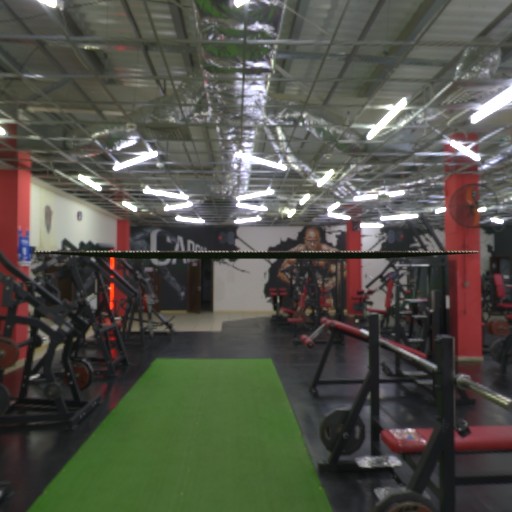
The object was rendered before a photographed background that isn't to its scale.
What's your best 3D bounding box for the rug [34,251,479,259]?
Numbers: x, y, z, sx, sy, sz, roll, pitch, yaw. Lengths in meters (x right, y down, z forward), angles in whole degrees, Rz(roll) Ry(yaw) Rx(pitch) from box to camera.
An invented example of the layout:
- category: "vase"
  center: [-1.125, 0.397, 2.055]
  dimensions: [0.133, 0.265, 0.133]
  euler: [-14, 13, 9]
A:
- category: "rug"
  center: [0.000, 0.000, 4.230]
  dimensions: [3.048, 0.016, 2.438]
  euler: [0, -1, 0]
